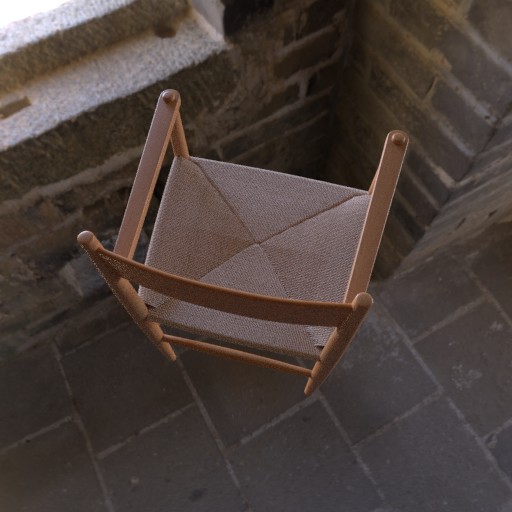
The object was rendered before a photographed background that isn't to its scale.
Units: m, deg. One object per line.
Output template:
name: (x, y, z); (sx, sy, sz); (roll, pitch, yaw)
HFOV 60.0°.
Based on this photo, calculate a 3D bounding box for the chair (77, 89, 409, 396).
chair: (0.000, 0.000, 1.084); (0.556, 0.762, 0.495); (12, 64, 6)
